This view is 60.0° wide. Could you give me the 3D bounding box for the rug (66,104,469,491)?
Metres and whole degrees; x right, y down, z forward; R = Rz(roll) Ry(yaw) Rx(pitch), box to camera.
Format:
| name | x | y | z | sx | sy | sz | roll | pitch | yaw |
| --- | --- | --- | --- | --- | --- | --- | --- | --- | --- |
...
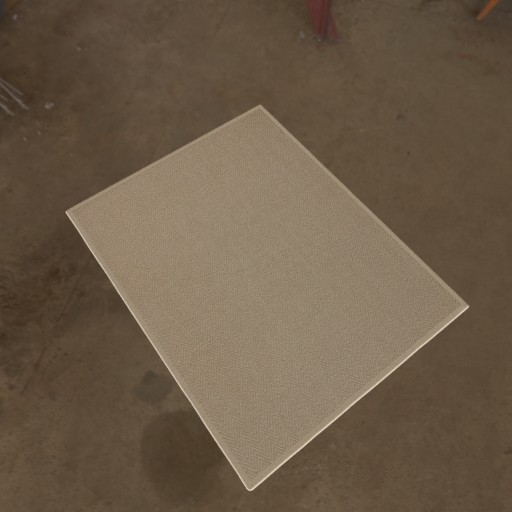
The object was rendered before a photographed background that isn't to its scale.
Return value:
| name | x | y | z | sx | sy | sz | roll | pitch | yaw |
| --- | --- | --- | --- | --- | --- | --- | --- | --- | --- |
| rug | 0.000 | 0.000 | 4.123 | 2.407 | 0.020 | 3.051 | -34 | 67 | -16 |
